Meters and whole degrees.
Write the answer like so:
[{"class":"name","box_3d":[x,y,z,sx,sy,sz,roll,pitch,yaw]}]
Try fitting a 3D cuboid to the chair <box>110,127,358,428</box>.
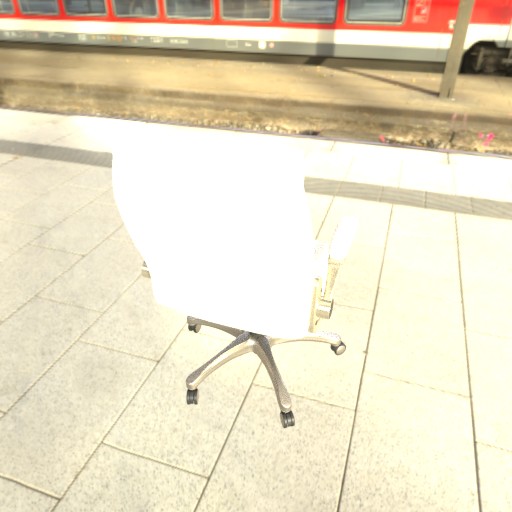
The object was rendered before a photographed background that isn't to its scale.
[{"class":"chair","box_3d":[0.000,0.000,1.647,0.740,1.110,0.794,9,34,14]}]
